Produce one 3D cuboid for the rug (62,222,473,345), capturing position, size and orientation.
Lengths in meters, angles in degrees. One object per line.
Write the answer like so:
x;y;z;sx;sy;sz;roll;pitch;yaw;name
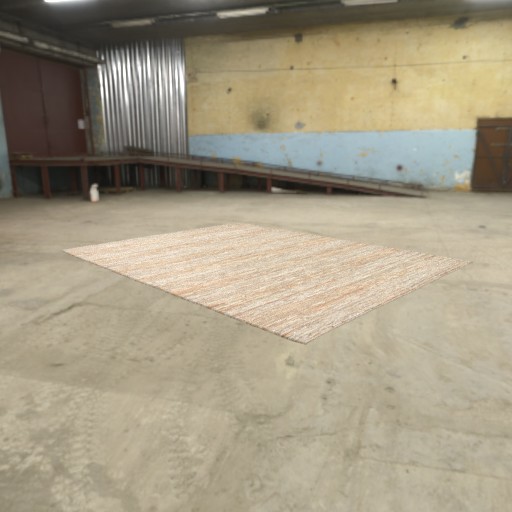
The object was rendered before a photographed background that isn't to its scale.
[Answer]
0.000;0.000;3.957;2.939;0.009;2.313;13;19;43;rug
